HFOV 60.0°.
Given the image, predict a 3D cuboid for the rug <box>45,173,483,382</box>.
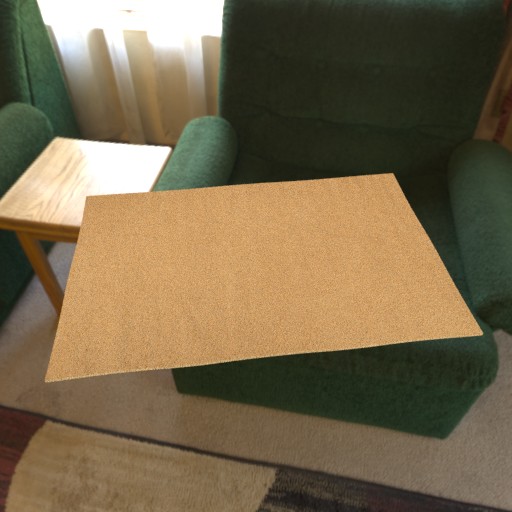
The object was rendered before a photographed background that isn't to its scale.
[{"bbox_3d":[0.000,0.000,2.869,2.346,0.025,1.500,-5,47,-5],"label":"rug"}]
